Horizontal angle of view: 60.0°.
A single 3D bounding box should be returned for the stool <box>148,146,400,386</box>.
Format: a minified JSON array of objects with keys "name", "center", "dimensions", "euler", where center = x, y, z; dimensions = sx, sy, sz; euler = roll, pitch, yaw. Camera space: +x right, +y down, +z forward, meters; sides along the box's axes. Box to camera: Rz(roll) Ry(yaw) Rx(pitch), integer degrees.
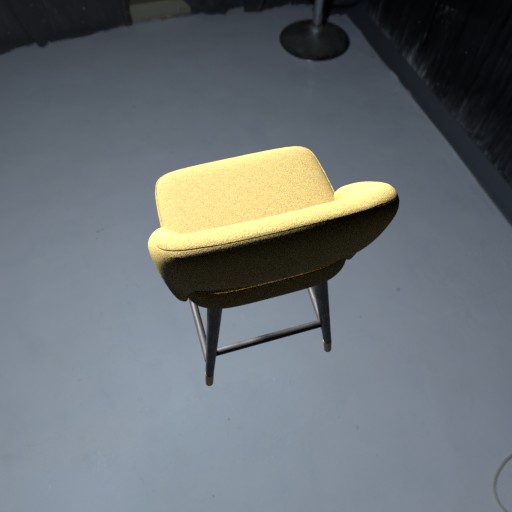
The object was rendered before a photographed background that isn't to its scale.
[{"name":"stool","center":[0.000,0.000,1.257],"dimensions":[0.536,0.939,0.522],"euler":[-14,59,-8]}]
